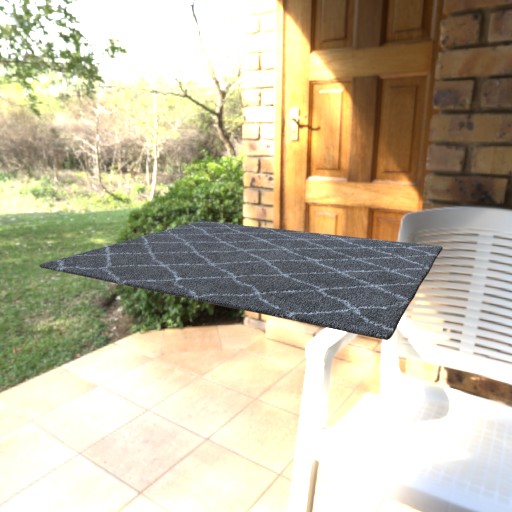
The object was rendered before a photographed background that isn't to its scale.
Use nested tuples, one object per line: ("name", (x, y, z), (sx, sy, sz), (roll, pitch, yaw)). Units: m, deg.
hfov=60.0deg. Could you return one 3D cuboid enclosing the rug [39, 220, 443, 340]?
("rug", (0.000, 0.000, 4.225), (3.047, 0.029, 2.438), (8, 17, 28))
